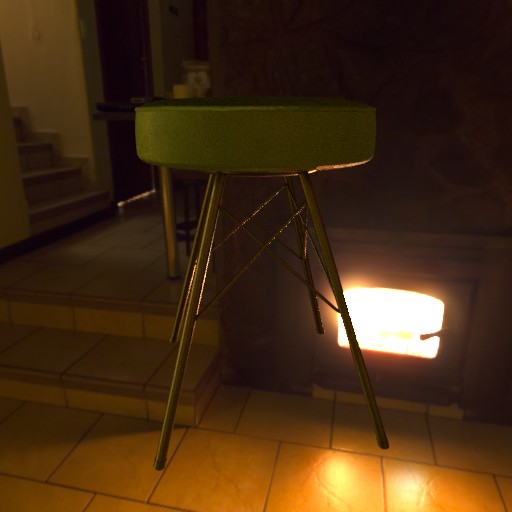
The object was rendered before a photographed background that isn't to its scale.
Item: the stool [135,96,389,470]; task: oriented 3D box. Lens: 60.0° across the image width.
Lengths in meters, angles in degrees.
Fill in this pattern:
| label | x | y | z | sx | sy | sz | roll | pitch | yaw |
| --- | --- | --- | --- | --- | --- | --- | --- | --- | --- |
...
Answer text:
| label | x | y | z | sx | sy | sz | roll | pitch | yaw |
| --- | --- | --- | --- | --- | --- | --- | --- | --- | --- |
| stool | 0.000 | 0.000 | 0.890 | 0.430 | 0.595 | 0.457 | -2 | 18 | -7 |
